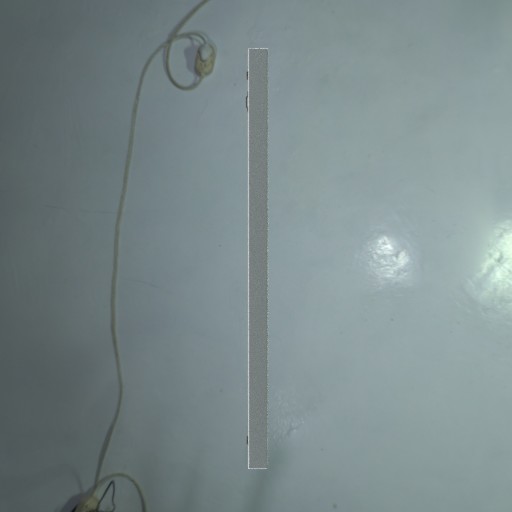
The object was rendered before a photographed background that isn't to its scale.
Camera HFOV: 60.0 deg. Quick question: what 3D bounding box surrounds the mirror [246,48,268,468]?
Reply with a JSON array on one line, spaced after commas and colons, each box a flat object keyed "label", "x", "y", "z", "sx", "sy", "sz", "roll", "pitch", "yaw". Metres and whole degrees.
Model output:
[{"label": "mirror", "x": 0.000, "y": 0.000, "z": 1.311, "sx": 0.040, "sy": 1.016, "sz": 0.762, "roll": 0, "pitch": 91, "yaw": 0}]
